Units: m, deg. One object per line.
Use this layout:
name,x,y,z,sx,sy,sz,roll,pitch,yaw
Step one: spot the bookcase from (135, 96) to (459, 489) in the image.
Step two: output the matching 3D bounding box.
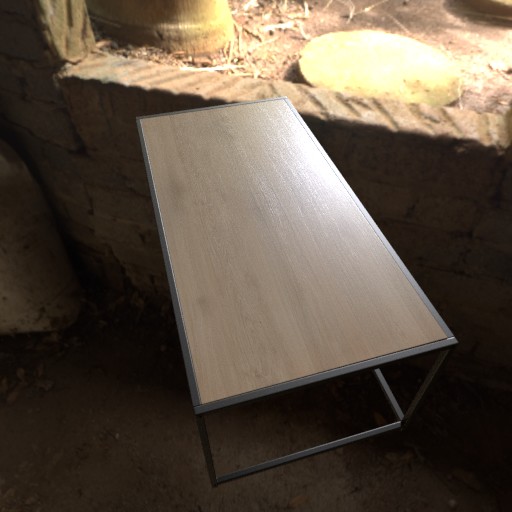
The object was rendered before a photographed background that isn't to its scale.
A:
bookcase,0.000,0.000,1.252,0.500,0.400,1.000,-12,48,-11
